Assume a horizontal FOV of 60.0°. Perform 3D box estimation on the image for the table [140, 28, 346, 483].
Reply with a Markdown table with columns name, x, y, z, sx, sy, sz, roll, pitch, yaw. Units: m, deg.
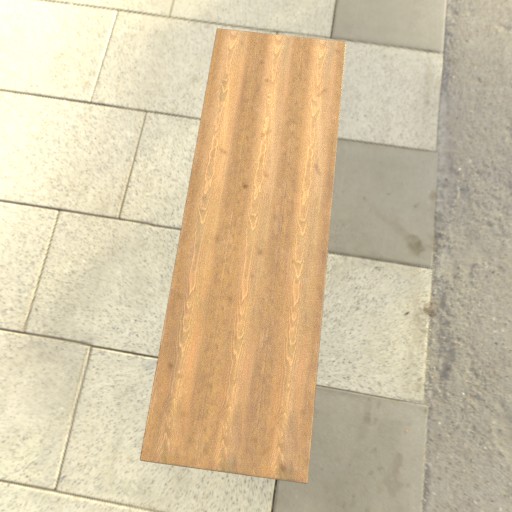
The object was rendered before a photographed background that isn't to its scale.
| name | x | y | z | sx | sy | sz | roll | pitch | yaw |
| --- | --- | --- | --- | --- | --- | --- | --- | --- | --- |
| table | 0.000 | 0.000 | 2.079 | 0.551 | 0.902 | 1.700 | 7 | 75 | 2 |
